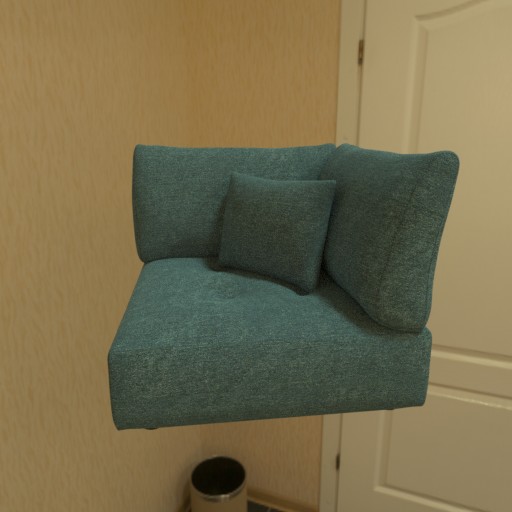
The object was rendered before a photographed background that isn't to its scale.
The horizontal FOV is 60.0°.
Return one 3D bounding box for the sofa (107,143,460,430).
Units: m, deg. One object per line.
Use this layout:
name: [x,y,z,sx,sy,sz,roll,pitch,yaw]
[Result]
sofa: [0.000,0.000,1.694,1.000,0.820,1.000,-2,15,-7]
